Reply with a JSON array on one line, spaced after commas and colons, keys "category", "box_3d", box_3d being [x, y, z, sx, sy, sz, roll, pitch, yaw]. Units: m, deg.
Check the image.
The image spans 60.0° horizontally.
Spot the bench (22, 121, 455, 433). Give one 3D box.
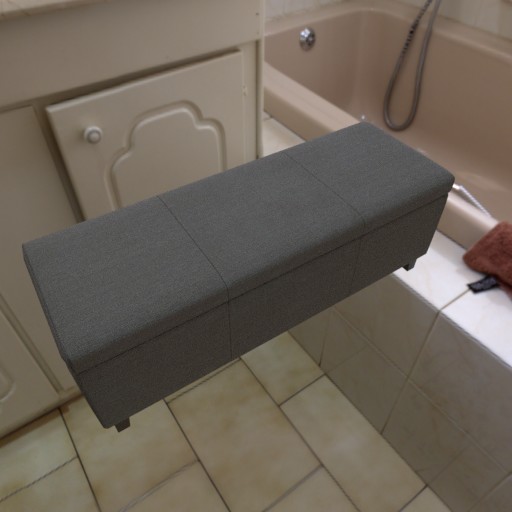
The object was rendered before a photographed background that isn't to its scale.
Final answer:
[{"category": "bench", "box_3d": [0.000, 0.000, 1.450, 1.269, 0.438, 0.446, -25, 50, -22]}]
